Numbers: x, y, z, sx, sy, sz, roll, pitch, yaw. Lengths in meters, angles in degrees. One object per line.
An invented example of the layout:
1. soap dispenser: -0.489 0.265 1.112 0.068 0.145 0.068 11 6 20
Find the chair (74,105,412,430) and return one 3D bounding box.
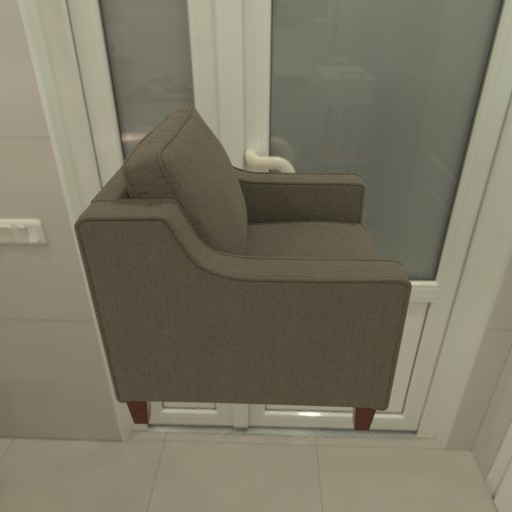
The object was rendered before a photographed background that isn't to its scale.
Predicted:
1. chair: 0.000 0.000 1.640 0.909 0.960 0.831 1 31 2
